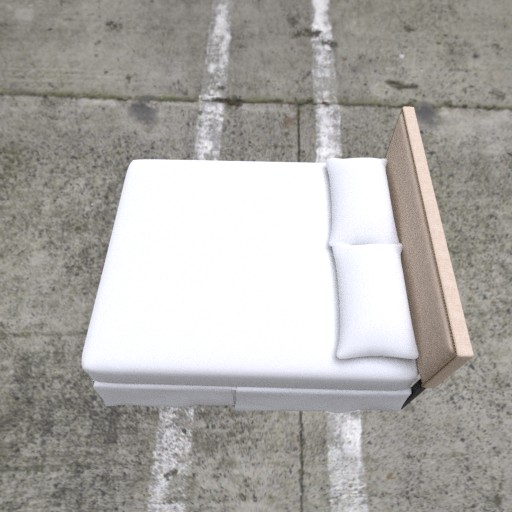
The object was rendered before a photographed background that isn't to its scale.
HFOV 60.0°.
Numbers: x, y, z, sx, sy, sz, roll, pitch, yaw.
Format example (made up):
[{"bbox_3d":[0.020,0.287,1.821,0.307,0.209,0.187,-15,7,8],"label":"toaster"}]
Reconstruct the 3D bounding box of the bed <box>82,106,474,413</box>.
[{"bbox_3d":[0.000,0.000,2.719,1.876,1.016,1.616,1,58,1],"label":"bed"}]
